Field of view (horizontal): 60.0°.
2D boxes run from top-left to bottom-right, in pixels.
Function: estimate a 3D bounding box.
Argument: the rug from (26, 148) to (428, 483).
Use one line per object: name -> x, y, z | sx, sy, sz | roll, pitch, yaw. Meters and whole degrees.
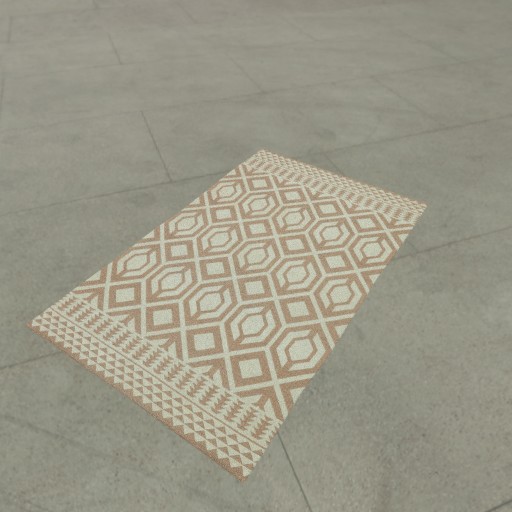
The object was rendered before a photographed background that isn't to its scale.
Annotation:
rug -> 0.000, 0.000, 2.944 | 1.526, 0.011, 2.435 | 25, 48, 24
